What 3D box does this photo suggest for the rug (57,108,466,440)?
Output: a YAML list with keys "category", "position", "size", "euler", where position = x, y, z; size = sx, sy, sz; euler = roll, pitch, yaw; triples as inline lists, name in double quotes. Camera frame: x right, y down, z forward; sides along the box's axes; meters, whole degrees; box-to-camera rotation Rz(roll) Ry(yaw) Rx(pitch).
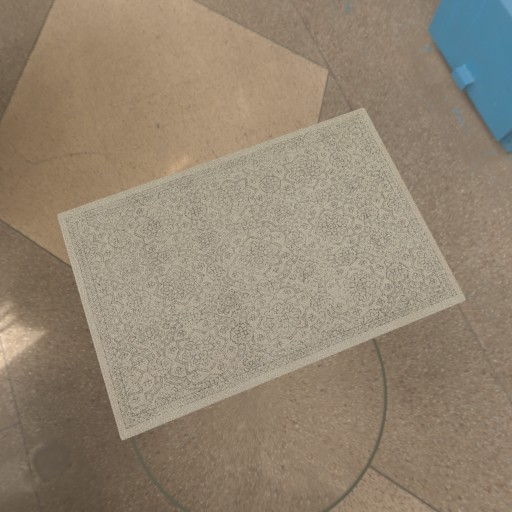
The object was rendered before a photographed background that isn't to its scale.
- category: "rug"
  position: [0.000, 0.000, 2.325]
  size: [1.829, 0.010, 1.219]
  euler: [-21, 75, -6]
